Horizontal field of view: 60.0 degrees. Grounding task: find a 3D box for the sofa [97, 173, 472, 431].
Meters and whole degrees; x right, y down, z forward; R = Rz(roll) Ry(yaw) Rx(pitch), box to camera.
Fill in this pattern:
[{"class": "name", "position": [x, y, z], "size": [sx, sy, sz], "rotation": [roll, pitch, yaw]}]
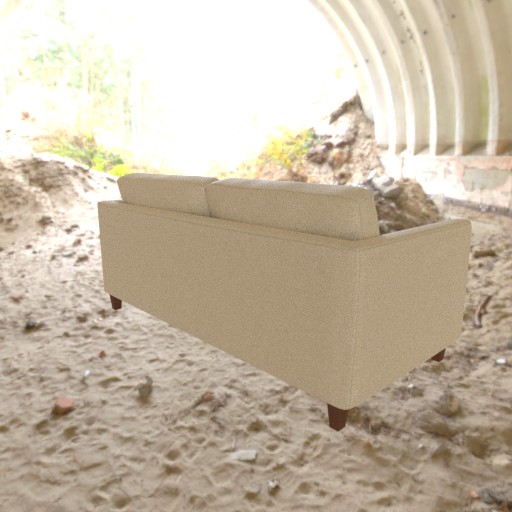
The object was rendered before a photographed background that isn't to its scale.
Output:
[{"class": "sofa", "position": [0.000, 0.000, 2.477], "size": [0.965, 0.889, 1.981], "rotation": [-12, 17, -42]}]
